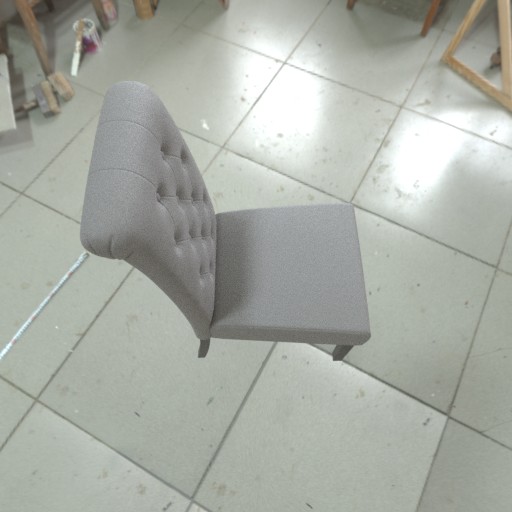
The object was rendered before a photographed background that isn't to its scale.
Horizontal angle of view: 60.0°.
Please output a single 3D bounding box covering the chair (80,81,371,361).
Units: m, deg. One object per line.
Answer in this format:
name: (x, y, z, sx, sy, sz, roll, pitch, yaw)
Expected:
chair: (0.000, 0.000, 1.322, 0.671, 1.006, 0.456, -1, 64, 0)
